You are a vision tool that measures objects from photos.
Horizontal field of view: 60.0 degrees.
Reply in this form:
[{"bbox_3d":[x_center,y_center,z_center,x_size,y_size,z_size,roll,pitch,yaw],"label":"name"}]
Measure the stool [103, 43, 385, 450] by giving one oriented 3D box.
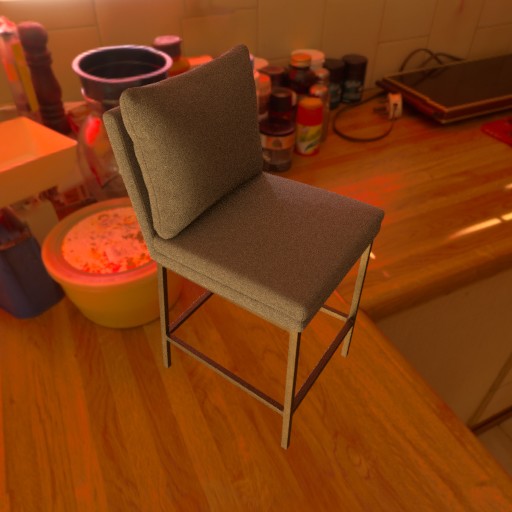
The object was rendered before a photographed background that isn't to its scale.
[{"bbox_3d":[0.000,0.000,1.304,0.569,1.031,0.463,24,47,25],"label":"stool"}]
